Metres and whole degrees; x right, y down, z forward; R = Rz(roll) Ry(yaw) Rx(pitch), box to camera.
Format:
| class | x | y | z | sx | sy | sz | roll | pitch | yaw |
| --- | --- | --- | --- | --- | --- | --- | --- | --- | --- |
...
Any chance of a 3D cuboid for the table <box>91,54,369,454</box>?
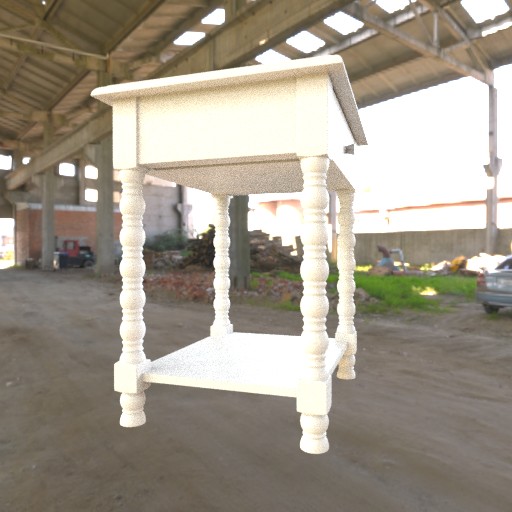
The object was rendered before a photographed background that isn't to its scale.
| class | x | y | z | sx | sy | sz | roll | pitch | yaw |
| --- | --- | --- | --- | --- | --- | --- | --- | --- | --- |
| table | 0.000 | 0.000 | 0.838 | 0.381 | 0.531 | 0.460 | 0 | 1 | 18 |
